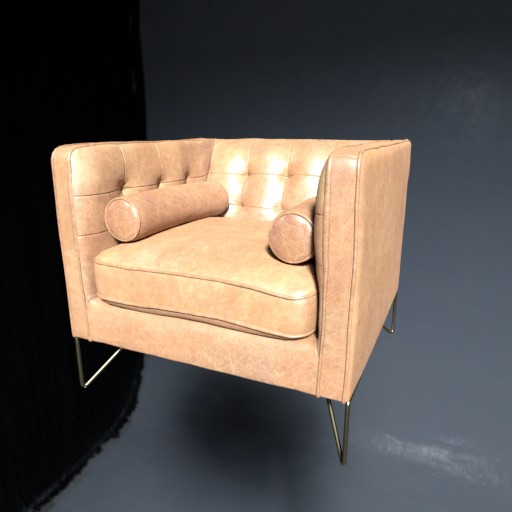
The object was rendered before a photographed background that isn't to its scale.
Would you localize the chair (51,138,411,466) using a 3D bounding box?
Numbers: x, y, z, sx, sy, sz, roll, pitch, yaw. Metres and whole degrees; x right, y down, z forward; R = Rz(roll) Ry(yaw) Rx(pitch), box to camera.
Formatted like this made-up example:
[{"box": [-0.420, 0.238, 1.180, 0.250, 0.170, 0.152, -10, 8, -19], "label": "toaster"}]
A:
[{"box": [0.000, 0.000, 1.572, 0.920, 0.797, 0.912, 7, 17, 23], "label": "chair"}]
